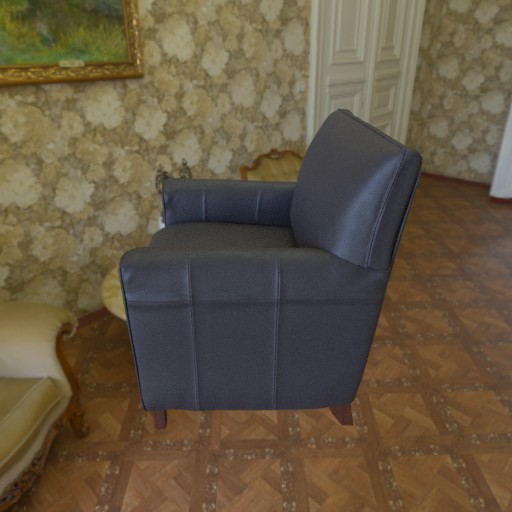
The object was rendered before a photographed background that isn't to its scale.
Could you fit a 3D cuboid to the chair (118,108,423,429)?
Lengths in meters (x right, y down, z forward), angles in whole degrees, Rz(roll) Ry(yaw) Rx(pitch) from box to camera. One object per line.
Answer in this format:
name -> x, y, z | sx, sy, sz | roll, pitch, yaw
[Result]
chair -> 0.000, 0.000, 1.630 | 0.825, 0.943, 0.870 | -1, 25, -2
